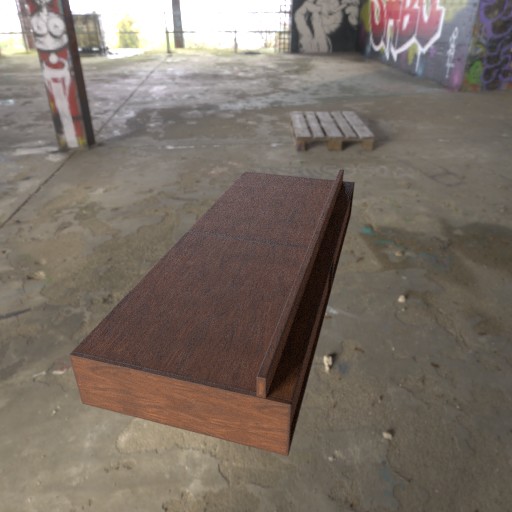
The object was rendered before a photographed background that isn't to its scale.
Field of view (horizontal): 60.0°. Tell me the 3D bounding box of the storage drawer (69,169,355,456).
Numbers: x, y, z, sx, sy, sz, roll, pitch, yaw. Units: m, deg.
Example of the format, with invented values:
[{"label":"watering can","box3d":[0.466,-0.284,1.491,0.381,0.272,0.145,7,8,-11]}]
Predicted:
[{"label":"storage drawer","box3d":[0.000,0.000,2.219,0.774,0.339,1.914,8,31,14]}]
